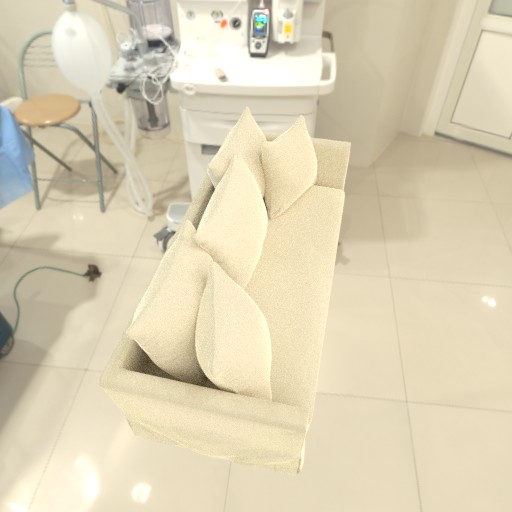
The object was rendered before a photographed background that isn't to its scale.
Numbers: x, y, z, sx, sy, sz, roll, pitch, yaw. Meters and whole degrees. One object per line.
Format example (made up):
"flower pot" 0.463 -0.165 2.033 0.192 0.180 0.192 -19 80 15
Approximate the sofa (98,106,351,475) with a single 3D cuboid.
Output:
"sofa" 0.000 0.000 2.864 1.031 1.034 2.290 10 47 9
